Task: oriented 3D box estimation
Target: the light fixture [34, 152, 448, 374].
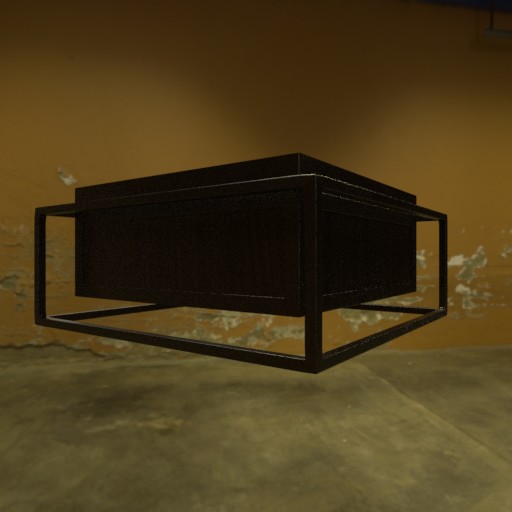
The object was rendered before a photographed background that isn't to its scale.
[{"bbox_3d":[0.000,0.000,0.664,0.441,0.191,0.441,0,0,36],"label":"light fixture"}]
